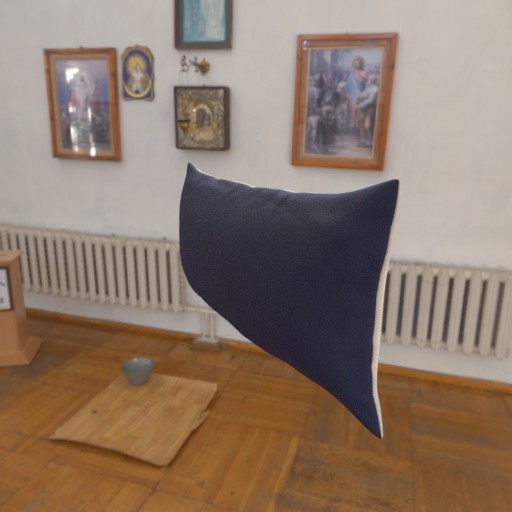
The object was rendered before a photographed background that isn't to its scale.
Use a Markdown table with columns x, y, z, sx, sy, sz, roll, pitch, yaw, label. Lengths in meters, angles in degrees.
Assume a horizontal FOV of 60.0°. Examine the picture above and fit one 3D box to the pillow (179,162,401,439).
| x | y | z | sx | sy | sz | roll | pitch | yaw | label |
| --- | --- | --- | --- | --- | --- | --- | --- | --- | --- |
| 0.000 | 0.000 | 0.721 | 0.151 | 0.287 | 0.610 | -7 | 16 | -27 | pillow |
